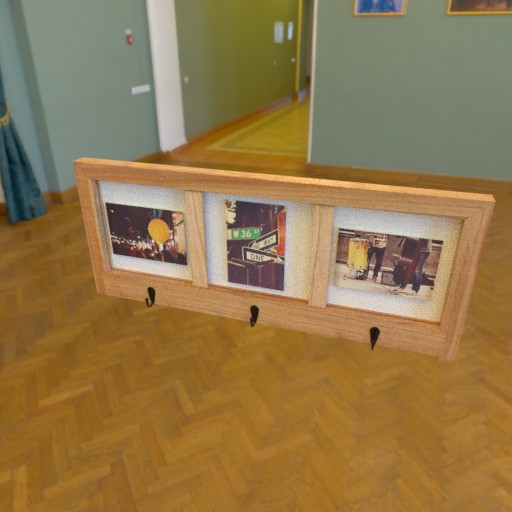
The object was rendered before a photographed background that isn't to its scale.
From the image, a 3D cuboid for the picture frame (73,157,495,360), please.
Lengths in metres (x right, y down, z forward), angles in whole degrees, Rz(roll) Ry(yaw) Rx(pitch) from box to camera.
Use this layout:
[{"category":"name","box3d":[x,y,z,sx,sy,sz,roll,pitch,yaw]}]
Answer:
[{"category":"picture frame","box3d":[0.000,0.000,0.647,0.582,0.234,0.045,8,28,16]}]
